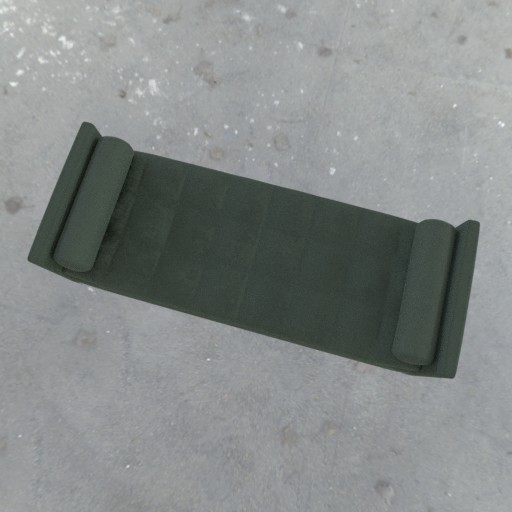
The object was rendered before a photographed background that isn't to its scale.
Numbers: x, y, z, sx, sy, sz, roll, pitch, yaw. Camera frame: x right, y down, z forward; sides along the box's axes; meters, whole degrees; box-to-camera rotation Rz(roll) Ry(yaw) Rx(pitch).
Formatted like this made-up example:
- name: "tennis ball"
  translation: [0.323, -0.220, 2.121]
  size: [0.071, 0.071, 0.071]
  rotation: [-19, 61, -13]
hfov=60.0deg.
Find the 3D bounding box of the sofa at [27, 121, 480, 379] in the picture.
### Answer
- name: "sofa"
  translation: [0.000, 0.000, 2.454]
  size: [2.102, 0.657, 0.797]
  rotation: [15, 77, 4]
